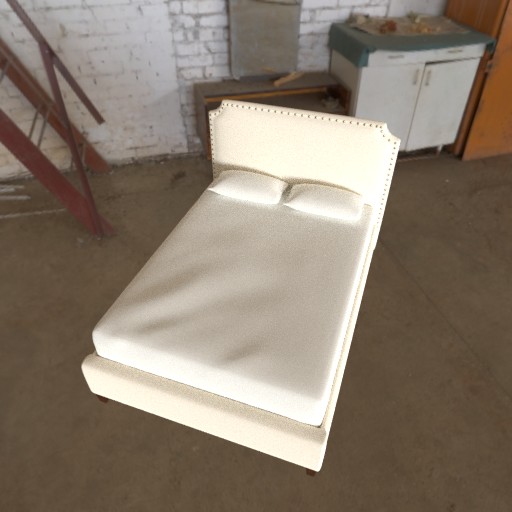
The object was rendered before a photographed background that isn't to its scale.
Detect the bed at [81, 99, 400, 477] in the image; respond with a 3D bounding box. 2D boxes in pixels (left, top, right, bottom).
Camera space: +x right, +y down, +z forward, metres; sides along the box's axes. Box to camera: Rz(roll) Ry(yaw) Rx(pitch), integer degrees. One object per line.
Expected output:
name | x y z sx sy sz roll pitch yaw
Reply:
bed | 0.000 0.000 3.430 1.712 1.443 2.365 13 43 15
